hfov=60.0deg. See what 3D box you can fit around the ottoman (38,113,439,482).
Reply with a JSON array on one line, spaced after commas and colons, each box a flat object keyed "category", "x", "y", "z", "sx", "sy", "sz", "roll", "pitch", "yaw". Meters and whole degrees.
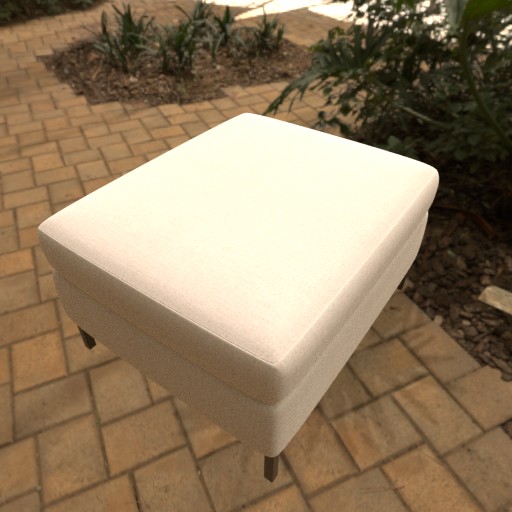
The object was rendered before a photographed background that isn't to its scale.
[{"category": "ottoman", "x": 0.000, "y": 0.000, "z": 1.161, "sx": 0.657, "sy": 0.453, "sz": 0.794, "roll": 25, "pitch": 46, "yaw": 27}]
